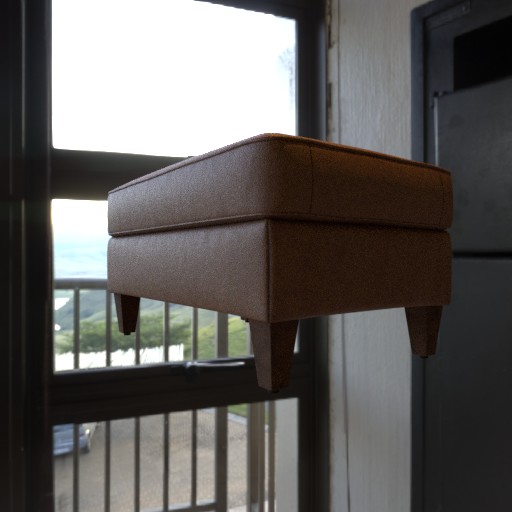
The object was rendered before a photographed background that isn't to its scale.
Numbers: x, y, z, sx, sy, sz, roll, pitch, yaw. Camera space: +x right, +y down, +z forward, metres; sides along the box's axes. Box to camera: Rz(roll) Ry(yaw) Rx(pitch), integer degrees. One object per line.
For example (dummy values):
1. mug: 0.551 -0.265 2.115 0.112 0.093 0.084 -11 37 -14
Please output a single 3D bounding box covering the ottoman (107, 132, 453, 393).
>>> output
1. ottoman: 0.000 0.000 1.206 0.584 0.483 0.864 0 0 -36
